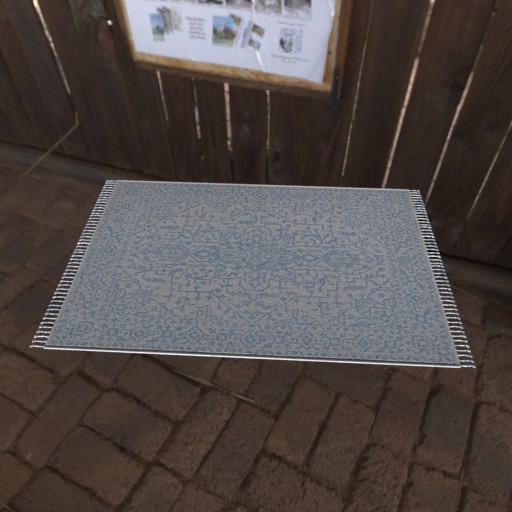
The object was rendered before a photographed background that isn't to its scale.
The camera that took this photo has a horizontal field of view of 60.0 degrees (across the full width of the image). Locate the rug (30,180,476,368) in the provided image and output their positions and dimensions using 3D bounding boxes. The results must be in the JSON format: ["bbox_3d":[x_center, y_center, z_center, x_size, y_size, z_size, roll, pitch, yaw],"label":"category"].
[{"bbox_3d":[0.000,0.000,2.938,2.438,0.010,1.524,2,47,2],"label":"rug"}]
